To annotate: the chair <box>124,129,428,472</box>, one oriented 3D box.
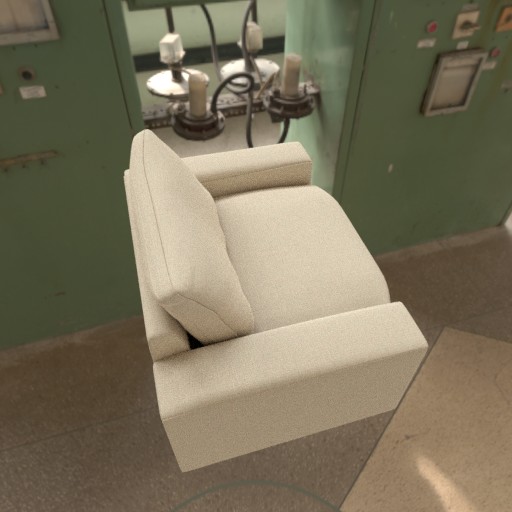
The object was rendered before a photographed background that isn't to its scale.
[{"bbox_3d":[0.000,0.000,2.044,1.039,0.915,1.398,-12,49,-11],"label":"chair"}]
